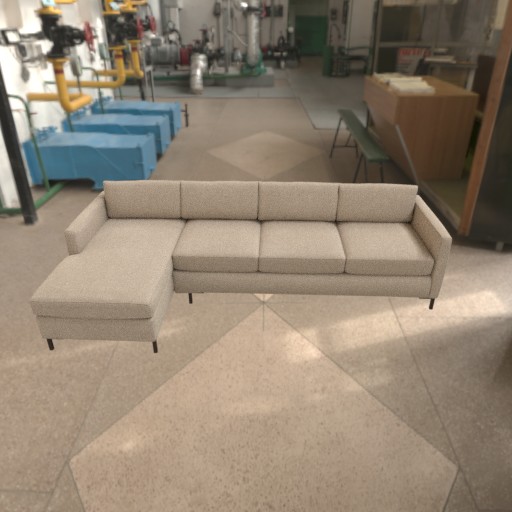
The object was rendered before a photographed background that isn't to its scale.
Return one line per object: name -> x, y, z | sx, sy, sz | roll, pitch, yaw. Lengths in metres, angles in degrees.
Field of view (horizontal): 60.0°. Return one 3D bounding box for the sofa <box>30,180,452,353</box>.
sofa -> 0.000, 0.000, 3.467 | 2.923, 0.816, 1.469 | 1, 29, 2
